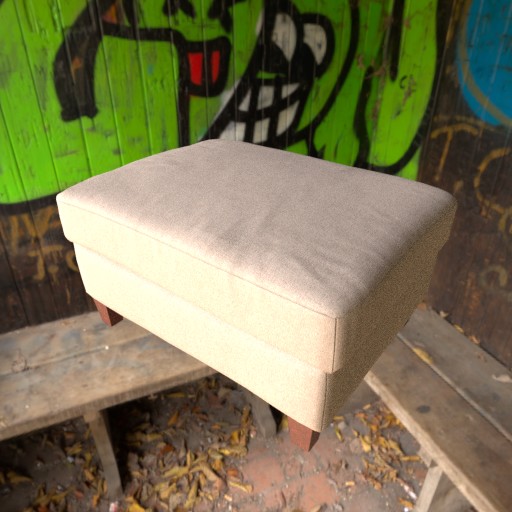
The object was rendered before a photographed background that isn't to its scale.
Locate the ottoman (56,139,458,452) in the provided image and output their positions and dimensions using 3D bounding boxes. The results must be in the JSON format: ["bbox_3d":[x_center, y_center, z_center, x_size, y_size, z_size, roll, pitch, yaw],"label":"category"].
[{"bbox_3d":[0.000,0.000,1.306,0.902,0.511,0.692,22,37,32],"label":"ottoman"}]
